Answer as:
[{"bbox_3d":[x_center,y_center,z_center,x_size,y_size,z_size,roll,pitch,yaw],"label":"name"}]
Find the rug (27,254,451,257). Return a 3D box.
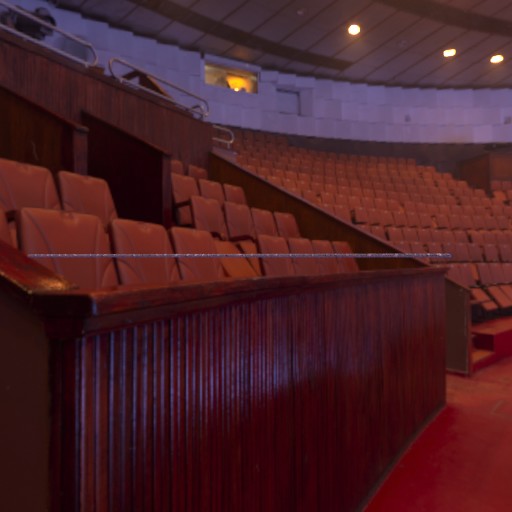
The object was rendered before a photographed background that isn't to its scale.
[{"bbox_3d":[0.000,0.000,2.836,2.144,0.015,1.543,0,0,18],"label":"rug"}]
